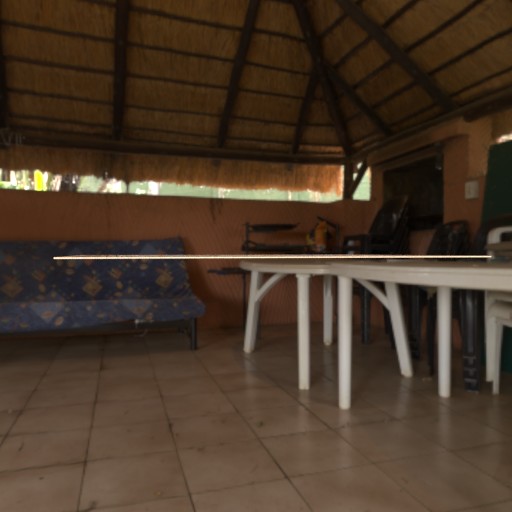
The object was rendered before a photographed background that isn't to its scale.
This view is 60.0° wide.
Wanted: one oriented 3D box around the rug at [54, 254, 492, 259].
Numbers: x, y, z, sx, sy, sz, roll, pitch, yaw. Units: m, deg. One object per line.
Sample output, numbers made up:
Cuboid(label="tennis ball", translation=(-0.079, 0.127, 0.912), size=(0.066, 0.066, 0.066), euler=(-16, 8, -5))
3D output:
Cuboid(label="rug", translation=(0.000, 0.000, 2.877), size=(2.227, 0.008, 1.611), euler=(0, 0, -18))
